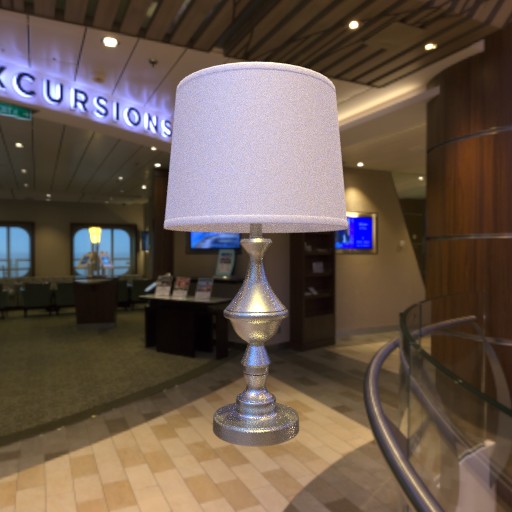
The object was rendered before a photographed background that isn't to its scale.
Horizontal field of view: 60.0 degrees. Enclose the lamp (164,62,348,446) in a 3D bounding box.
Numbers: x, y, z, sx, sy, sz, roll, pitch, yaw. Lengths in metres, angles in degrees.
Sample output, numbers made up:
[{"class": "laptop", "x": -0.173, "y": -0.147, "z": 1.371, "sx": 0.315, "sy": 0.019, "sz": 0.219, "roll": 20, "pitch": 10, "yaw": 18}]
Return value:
[{"class": "lamp", "x": 0.000, "y": 0.000, "z": 0.942, "sx": 0.383, "sy": 0.733, "sz": 0.383, "roll": 0, "pitch": 1, "yaw": 0}]
